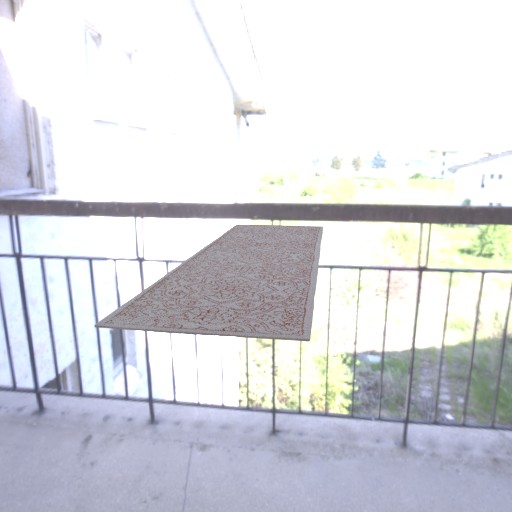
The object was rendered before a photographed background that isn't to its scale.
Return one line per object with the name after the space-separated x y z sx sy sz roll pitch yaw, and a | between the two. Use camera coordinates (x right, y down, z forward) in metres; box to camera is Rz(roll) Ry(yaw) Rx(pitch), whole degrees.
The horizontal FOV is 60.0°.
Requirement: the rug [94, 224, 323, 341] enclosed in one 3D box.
0.000 0.000 2.686 0.769 0.012 2.448 2 13 9 | rug
